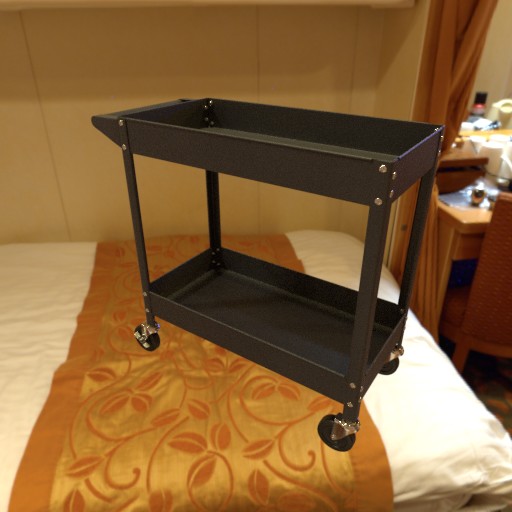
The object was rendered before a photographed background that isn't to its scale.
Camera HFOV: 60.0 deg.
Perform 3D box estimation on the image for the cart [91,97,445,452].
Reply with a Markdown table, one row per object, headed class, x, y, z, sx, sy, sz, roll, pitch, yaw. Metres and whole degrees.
| class | x | y | z | sx | sy | sz | roll | pitch | yaw |
| --- | --- | --- | --- | --- | --- | --- | --- | --- | --- |
| cart | 0.000 | 0.000 | 1.190 | 0.779 | 0.719 | 0.366 | 18 | 33 | 30 |
